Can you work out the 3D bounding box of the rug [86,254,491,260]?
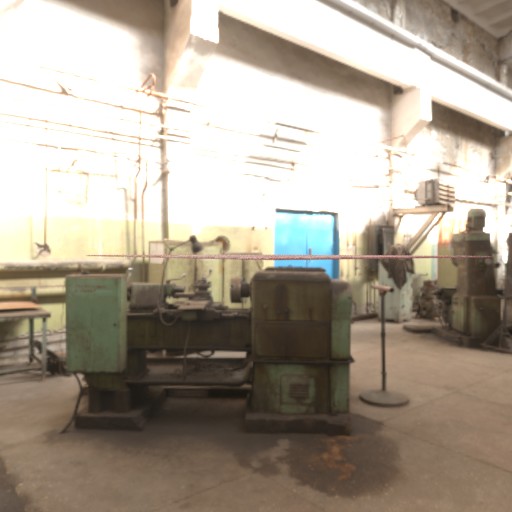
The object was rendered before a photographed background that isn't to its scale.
[{"bbox_3d":[0.000,0.000,2.302,1.219,0.006,1.829,0,1,-36],"label":"rug"}]
